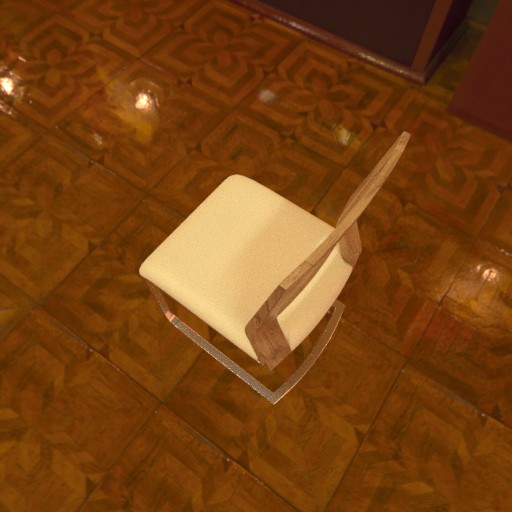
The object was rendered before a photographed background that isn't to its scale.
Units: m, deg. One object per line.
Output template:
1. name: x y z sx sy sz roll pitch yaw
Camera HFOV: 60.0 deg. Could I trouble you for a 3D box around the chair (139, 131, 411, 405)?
1. chair: 0.000 0.000 1.259 0.561 0.955 0.457 34 68 16
